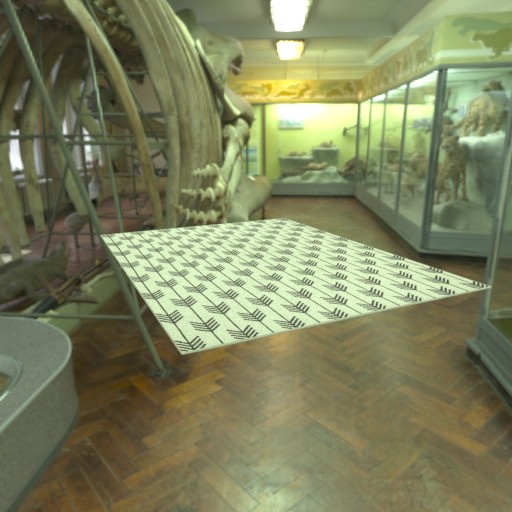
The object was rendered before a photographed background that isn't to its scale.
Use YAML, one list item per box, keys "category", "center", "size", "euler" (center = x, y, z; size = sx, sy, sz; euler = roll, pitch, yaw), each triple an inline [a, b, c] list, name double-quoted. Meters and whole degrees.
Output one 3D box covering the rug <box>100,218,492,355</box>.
- category: "rug"
  center: [0.000, 0.000, 4.049]
  size: [2.330, 0.010, 3.061]
  euler: [-7, 17, -25]
